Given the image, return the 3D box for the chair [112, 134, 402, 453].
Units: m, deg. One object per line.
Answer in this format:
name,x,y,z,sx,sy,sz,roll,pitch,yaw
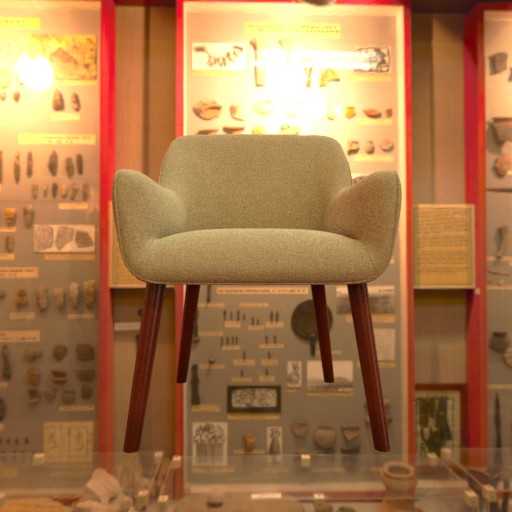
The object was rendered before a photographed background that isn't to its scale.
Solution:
chair,0.000,0.000,1.203,0.610,0.813,0.610,0,0,0
